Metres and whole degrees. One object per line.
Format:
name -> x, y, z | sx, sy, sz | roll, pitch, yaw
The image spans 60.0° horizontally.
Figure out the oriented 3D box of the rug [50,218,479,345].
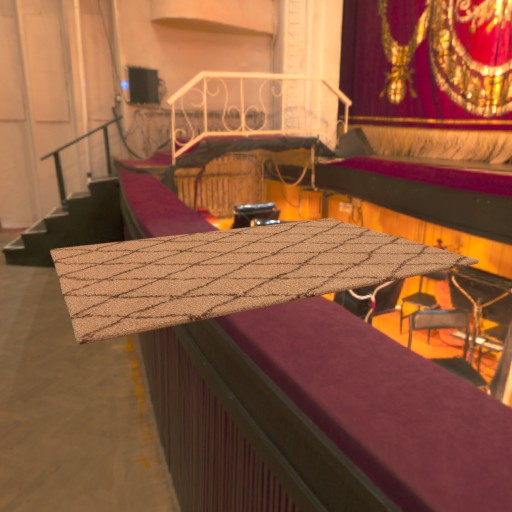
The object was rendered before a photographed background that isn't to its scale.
rug -> 0.000, 0.000, 3.356 | 2.743, 0.030, 1.778 | -8, 18, -27
